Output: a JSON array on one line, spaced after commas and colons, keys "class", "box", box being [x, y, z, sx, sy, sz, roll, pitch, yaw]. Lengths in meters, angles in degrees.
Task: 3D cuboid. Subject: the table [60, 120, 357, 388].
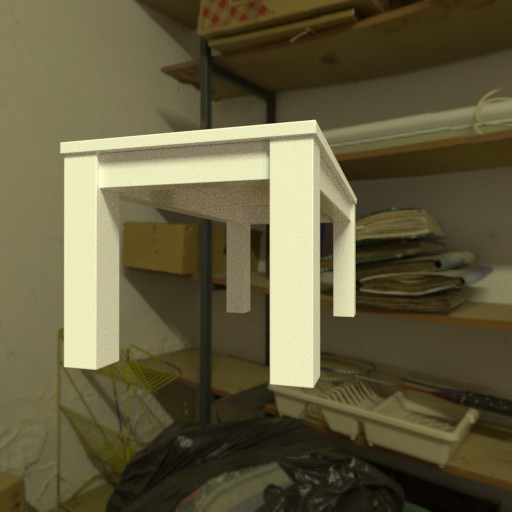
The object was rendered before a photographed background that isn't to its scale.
[{"class": "table", "box": [0.000, 0.000, 2.288, 0.900, 0.790, 1.800, 0, 0, 17]}]
